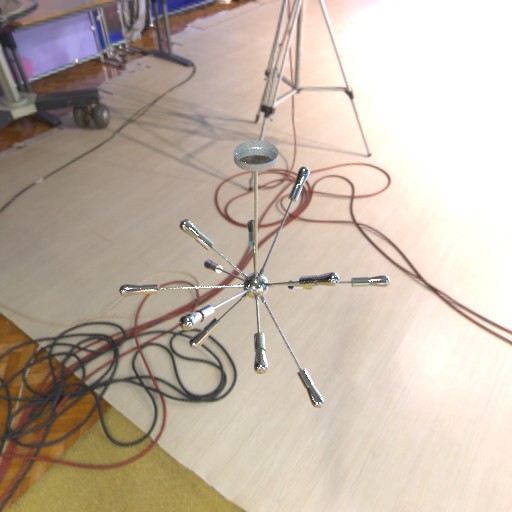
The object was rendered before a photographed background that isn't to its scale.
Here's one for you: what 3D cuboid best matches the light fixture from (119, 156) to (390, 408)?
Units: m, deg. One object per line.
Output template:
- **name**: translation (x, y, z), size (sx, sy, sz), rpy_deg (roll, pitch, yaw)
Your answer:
- **light fixture**: translation (0.000, 0.000, 1.046), size (0.684, 0.558, 0.509), rpy_deg (-2, 45, -2)
